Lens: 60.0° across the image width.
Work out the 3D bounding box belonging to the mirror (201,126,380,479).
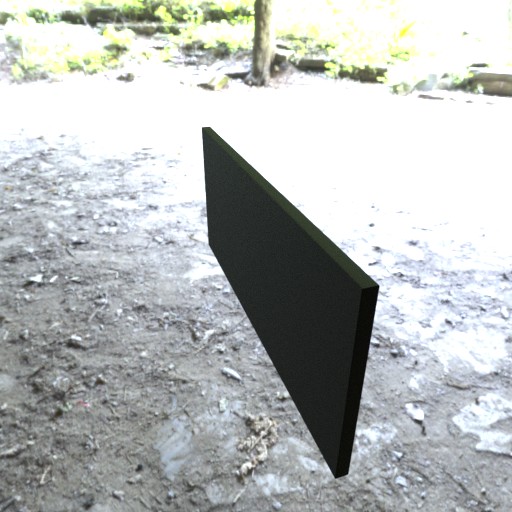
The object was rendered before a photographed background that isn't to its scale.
[{"bbox_3d":[0.000,0.000,1.823,0.047,0.692,1.584,-10,31,-17],"label":"mirror"}]
